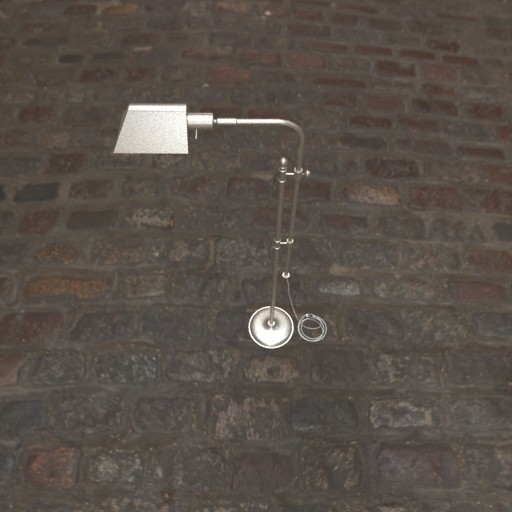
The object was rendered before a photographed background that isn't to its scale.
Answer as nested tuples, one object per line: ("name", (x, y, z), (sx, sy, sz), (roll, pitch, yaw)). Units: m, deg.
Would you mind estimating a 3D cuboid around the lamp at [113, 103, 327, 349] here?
("lamp", (0.000, 0.000, 1.889), (0.813, 1.571, 0.256), (1, 58, 0))
